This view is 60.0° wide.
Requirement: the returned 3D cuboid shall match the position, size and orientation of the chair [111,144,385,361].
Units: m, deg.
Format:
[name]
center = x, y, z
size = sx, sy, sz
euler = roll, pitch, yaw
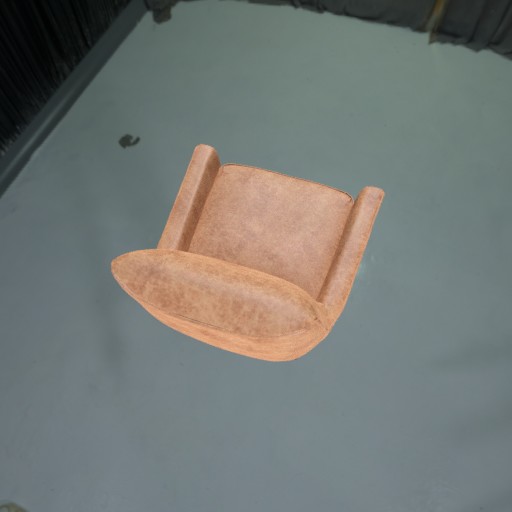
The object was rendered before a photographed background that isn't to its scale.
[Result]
[chair]
center = 0.000, 0.000, 1.539
size = 0.753, 0.883, 0.851
euler = 16, 62, 9
